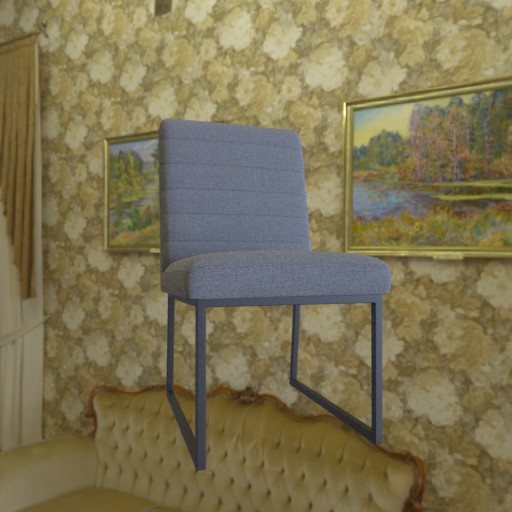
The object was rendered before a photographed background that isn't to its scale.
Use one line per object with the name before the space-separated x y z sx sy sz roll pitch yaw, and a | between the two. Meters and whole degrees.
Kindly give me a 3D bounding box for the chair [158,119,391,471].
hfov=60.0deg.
chair | 0.000 0.000 1.310 0.520 0.930 0.634 0 0 -18
